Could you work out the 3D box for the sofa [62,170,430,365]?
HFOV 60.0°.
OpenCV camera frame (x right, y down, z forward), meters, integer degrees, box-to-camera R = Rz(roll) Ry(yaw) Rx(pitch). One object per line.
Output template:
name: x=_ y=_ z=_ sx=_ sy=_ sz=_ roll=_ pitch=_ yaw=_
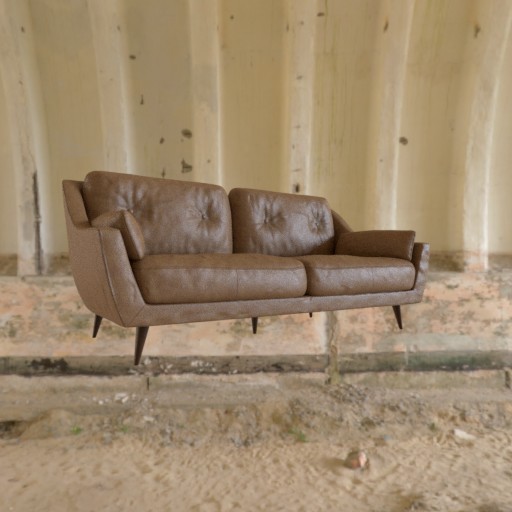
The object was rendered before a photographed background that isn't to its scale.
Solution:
sofa: x=0.000 y=0.000 z=2.385 sx=1.902 sy=0.839 sz=0.904 roll=1 pitch=-1 yaw=-35
